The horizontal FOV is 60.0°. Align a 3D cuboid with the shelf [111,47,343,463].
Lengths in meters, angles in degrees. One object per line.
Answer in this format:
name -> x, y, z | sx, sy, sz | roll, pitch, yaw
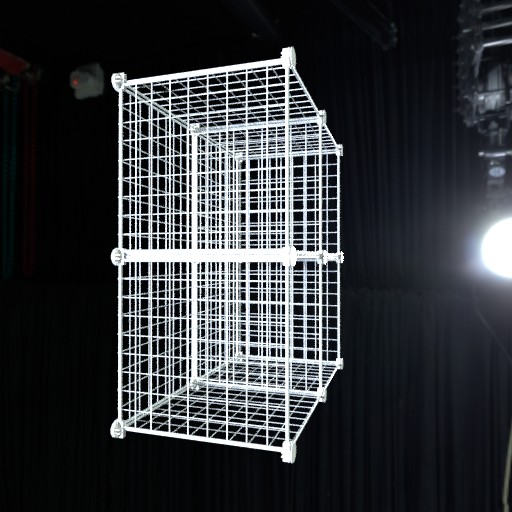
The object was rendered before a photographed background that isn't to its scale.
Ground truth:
shelf -> 0.000, 0.000, 1.137 | 0.356, 0.711, 0.711 | 0, 0, 18
